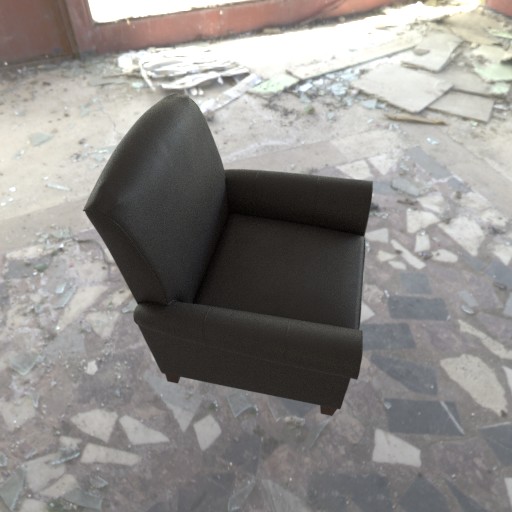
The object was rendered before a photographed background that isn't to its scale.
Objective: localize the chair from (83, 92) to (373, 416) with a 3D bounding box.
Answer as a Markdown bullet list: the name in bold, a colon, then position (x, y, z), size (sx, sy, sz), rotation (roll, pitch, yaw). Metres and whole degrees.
- **chair**: position (0.000, 0.000, 1.807), size (0.902, 1.061, 0.978), rotation (9, 47, 9)
